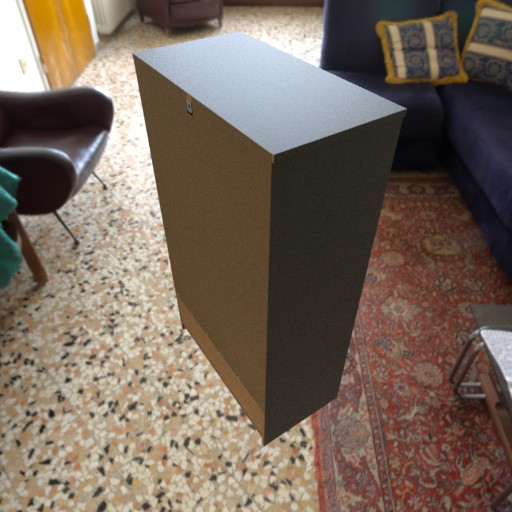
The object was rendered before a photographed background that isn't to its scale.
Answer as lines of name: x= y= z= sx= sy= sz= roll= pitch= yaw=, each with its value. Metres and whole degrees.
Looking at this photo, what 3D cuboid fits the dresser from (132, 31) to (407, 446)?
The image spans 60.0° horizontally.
dresser: x=0.000 y=0.000 z=1.568 sx=0.399 sy=1.255 sz=0.704 roll=-24 pitch=48 yaw=-24
